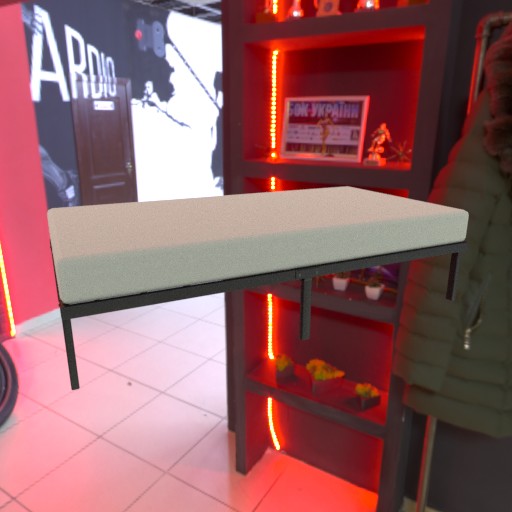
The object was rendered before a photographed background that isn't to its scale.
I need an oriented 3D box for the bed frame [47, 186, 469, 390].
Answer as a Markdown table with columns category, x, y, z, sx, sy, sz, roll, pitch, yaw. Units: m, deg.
| category | x | y | z | sx | sy | sz | roll | pitch | yaw |
| --- | --- | --- | --- | --- | --- | --- | --- | --- | --- |
| bed frame | 0.000 | 0.000 | 3.169 | 2.635 | 0.680 | 1.393 | -8 | 19 | -25 |
